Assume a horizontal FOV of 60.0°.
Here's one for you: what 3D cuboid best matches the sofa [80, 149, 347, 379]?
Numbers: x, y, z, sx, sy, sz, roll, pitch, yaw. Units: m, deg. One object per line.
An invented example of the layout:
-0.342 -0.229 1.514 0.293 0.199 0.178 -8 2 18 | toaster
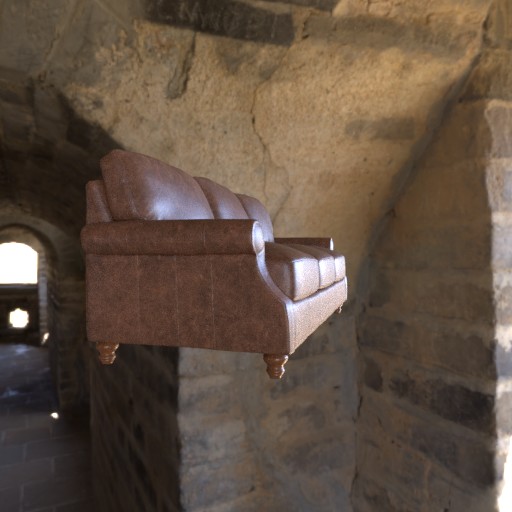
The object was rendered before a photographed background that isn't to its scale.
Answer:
0.000 0.000 2.882 0.973 0.977 2.351 0 0 17 | sofa
